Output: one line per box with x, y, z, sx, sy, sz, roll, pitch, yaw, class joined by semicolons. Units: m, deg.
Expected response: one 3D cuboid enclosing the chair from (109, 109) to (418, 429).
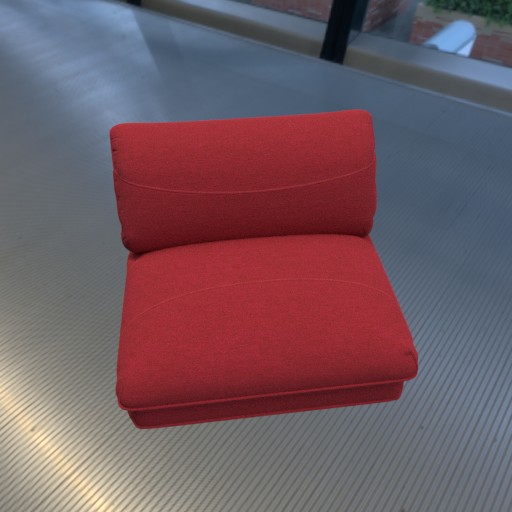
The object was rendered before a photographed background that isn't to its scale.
0.000;0.000;1.326;0.820;0.580;0.780;-5;46;-5;chair
